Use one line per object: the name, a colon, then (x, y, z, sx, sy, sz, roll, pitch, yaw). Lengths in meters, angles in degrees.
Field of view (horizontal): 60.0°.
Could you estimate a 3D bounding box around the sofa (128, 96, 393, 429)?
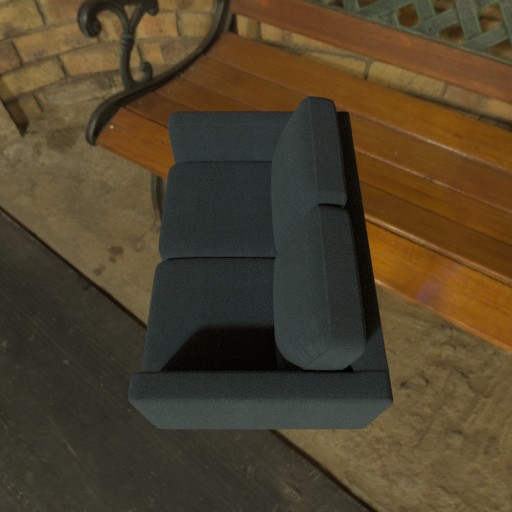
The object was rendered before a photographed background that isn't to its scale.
sofa: (0.000, 0.000, 2.186, 0.999, 0.930, 1.518, 0, 59, 0)
